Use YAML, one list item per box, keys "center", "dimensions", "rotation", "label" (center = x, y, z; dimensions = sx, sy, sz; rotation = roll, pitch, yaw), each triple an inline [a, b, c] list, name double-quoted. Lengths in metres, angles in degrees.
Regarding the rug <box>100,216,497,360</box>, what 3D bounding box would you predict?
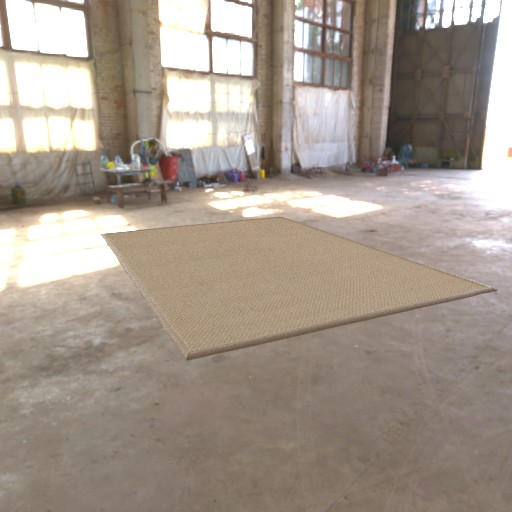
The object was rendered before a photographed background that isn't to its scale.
- center: [0.000, 0.000, 2.662]
  dimensions: [1.525, 0.020, 2.081]
  rotation: [-8, 17, -25]
  label: "rug"
